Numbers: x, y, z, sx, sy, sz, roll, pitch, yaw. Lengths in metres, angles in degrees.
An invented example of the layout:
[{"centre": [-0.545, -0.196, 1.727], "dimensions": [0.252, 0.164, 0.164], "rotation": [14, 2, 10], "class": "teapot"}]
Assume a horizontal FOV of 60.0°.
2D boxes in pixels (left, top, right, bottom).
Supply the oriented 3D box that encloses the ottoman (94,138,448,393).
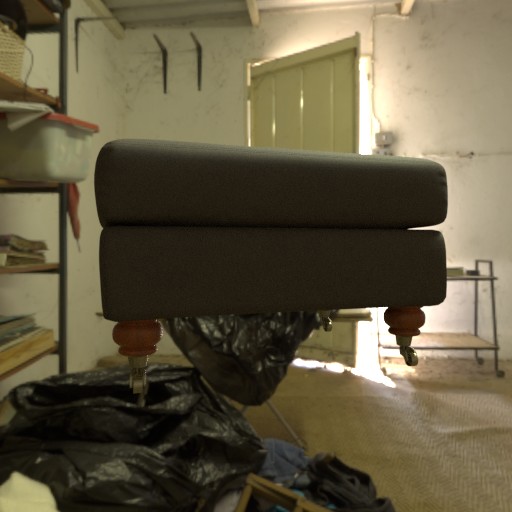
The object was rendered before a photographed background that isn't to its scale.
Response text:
[{"centre": [0.000, 0.000, 1.150], "dimensions": [0.773, 0.497, 0.574], "rotation": [0, 2, -17], "class": "ottoman"}]
